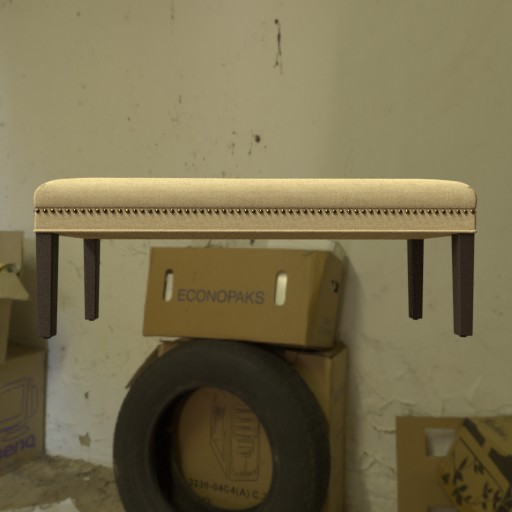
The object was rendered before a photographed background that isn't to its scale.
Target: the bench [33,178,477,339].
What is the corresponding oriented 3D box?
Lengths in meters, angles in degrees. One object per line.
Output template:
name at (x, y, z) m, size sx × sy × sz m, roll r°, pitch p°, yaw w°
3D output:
bench at (0.000, 0.000, 1.413) m, size 1.219 × 0.457 × 0.410 m, roll 0°, pitch 0°, yaw -1°
